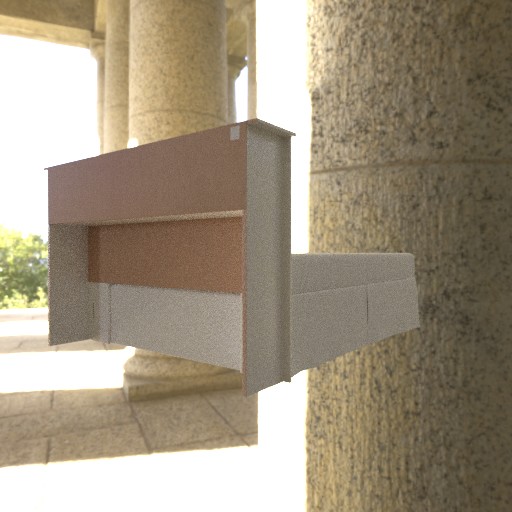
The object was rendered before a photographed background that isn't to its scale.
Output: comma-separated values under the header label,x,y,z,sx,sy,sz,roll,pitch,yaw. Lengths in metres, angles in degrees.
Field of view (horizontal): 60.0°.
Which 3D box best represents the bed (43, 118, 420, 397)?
label,x,y,z,sx,sy,sz,roll,pitch,yaw
bed,0.000,0.000,3.069,1.671,1.092,2.133,0,1,38
